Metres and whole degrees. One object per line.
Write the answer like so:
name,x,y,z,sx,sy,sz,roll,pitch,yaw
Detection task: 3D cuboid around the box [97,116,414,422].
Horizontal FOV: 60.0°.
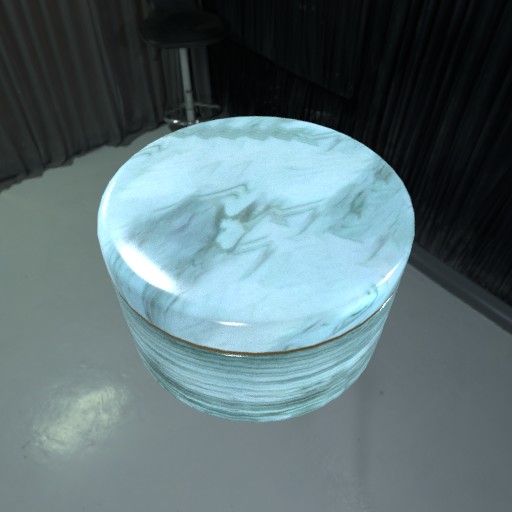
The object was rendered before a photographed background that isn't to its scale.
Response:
box,0.000,0.000,0.164,0.101,0.063,0.101,0,47,0
